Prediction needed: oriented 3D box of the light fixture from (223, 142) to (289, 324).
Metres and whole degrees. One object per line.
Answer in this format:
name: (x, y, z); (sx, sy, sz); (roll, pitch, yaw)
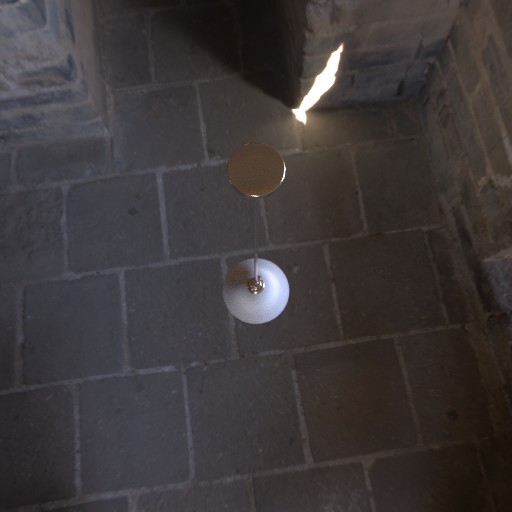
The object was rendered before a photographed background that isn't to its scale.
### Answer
light fixture: (0.000, 0.000, 1.517); (0.324, 1.354, 0.324); (34, 78, 8)
